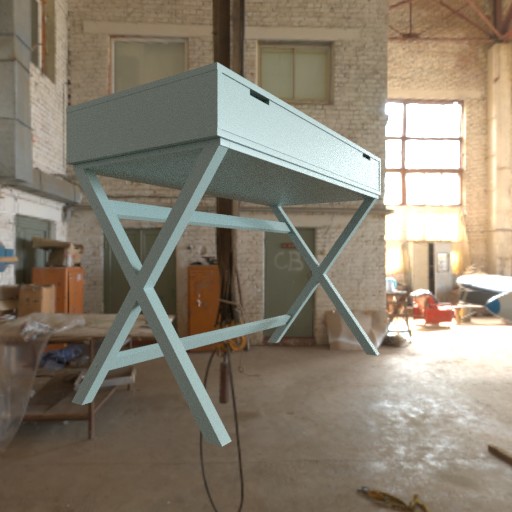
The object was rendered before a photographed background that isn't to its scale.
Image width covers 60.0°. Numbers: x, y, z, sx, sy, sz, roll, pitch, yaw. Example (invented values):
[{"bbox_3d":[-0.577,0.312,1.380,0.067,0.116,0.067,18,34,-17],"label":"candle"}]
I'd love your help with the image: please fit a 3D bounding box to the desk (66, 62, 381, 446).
[{"bbox_3d":[0.000,0.000,1.472,0.509,0.780,1.059,0,0,33],"label":"desk"}]
